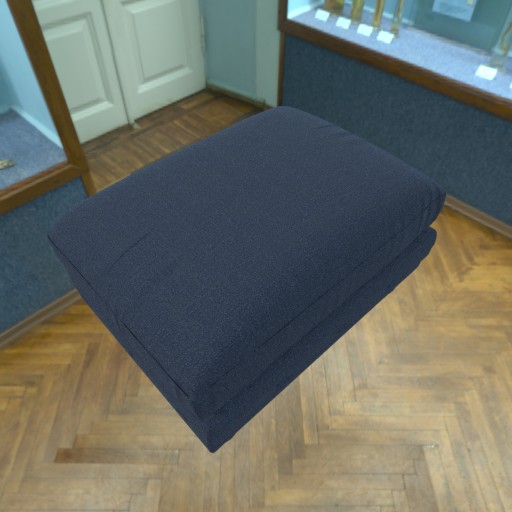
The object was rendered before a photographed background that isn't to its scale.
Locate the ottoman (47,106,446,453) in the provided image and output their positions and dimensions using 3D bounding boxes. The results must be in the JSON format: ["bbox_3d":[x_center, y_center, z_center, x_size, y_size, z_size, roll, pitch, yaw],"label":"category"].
[{"bbox_3d":[0.000,0.000,1.108,0.767,0.486,0.558,-35,56,-27],"label":"ottoman"}]
